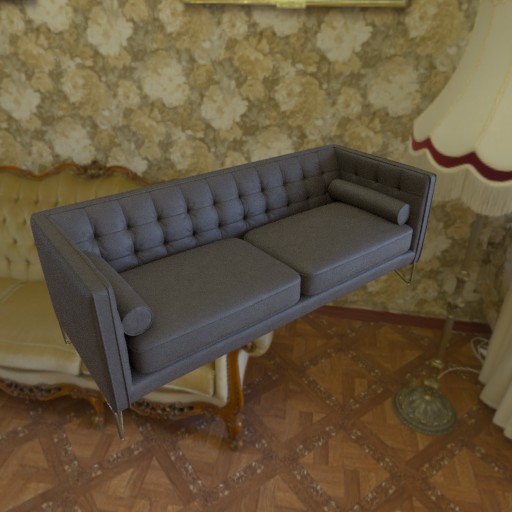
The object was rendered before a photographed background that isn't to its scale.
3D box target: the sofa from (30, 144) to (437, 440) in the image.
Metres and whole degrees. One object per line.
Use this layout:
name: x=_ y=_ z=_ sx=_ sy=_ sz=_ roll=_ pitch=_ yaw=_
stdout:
sofa: x=0.000 y=0.000 z=2.525 sx=2.087 sy=0.789 sz=0.867 roll=-21 pitch=35 yaw=-32
